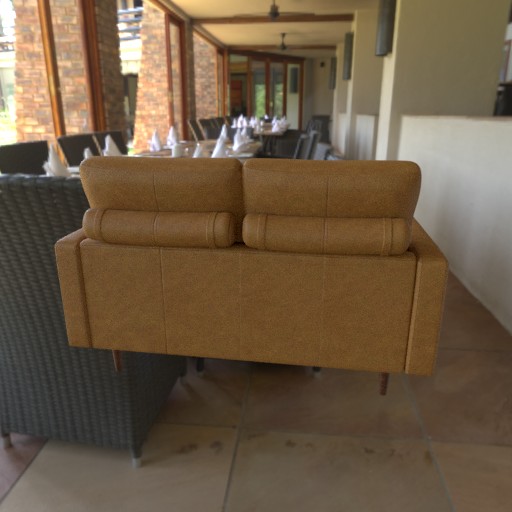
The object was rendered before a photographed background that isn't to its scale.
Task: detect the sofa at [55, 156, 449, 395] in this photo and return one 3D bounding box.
[{"bbox_3d":[0.000,0.000,1.951,1.430,0.898,0.868,3,18,8],"label":"sofa"}]
